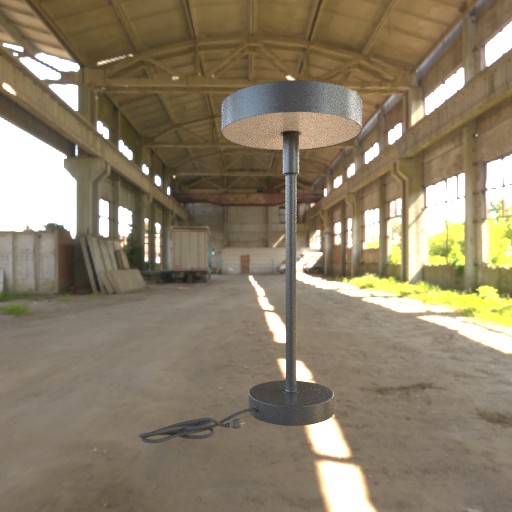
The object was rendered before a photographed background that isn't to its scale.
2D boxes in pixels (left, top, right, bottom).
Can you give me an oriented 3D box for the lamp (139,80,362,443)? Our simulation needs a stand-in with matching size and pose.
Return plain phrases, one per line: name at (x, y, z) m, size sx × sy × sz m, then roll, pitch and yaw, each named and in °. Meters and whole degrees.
lamp at (0.000, 0.000, 0.691) m, size 0.369 × 0.508 × 0.229 m, roll 0°, pitch 0°, yaw -35°
